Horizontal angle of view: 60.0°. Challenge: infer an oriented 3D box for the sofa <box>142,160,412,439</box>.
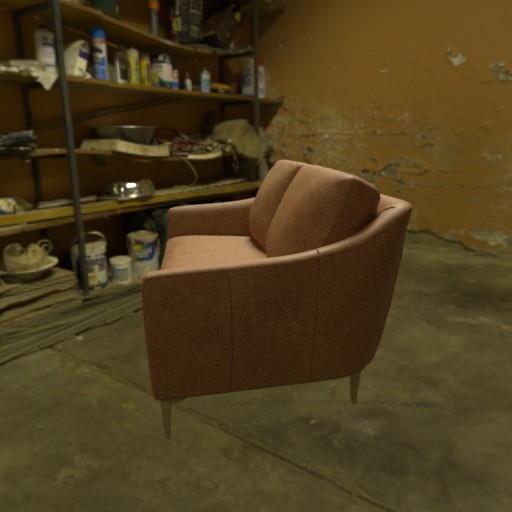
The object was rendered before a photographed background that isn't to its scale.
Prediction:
[{"bbox_3d":[0.000,0.000,2.215,0.960,0.902,1.619,-2,14,-8],"label":"sofa"}]
